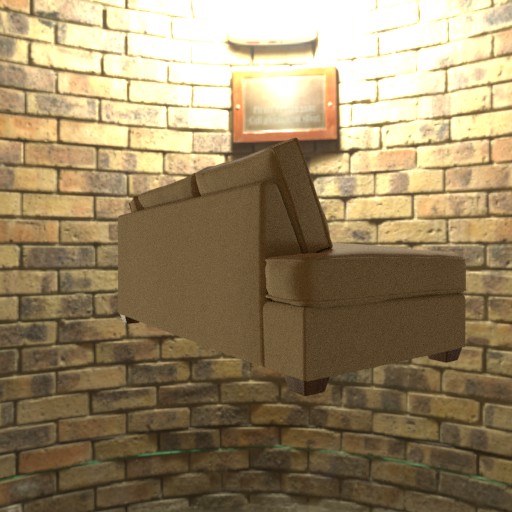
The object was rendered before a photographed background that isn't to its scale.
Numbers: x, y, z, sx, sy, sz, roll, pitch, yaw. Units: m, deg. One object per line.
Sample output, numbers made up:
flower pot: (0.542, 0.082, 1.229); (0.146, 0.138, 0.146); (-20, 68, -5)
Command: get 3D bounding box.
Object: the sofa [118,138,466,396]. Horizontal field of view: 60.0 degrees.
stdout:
sofa: (0.000, 0.000, 2.805); (1.110, 1.033, 2.237); (0, 0, -34)
